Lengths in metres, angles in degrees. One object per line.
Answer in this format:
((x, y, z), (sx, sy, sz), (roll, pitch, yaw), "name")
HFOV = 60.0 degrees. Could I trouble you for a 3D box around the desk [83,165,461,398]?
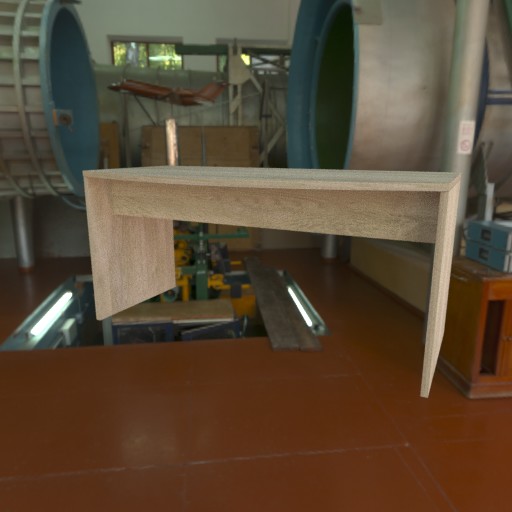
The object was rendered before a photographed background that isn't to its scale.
((0.000, 0.000, 2.030), (1.600, 0.752, 0.802), (7, 16, 26), "desk")
